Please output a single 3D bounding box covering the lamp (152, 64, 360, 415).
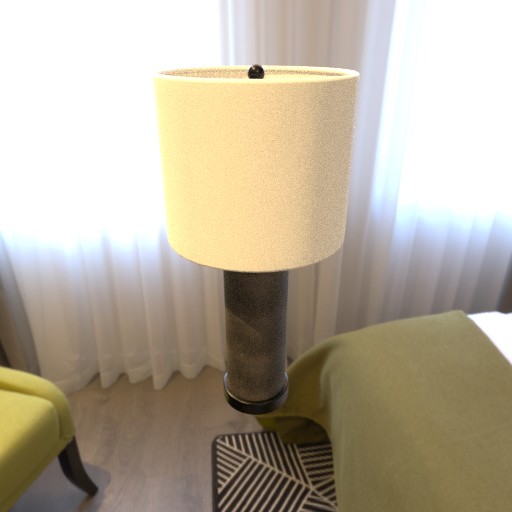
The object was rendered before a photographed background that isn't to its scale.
[{"bbox_3d":[0.000,0.000,0.798,0.305,0.634,0.305,-18,31,-33],"label":"lamp"}]
